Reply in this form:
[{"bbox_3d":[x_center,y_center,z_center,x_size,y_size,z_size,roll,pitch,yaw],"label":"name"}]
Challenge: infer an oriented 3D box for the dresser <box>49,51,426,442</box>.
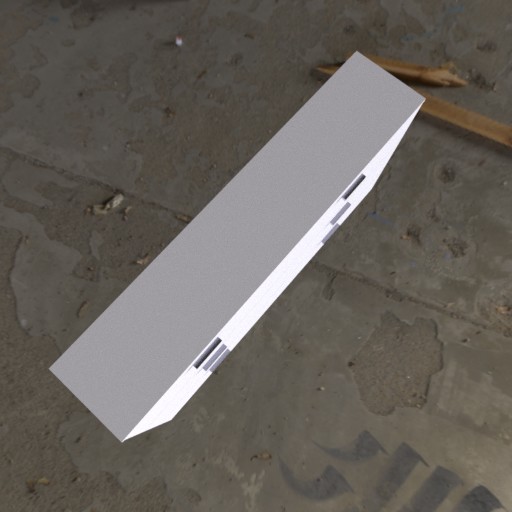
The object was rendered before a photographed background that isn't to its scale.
[{"bbox_3d":[0.000,0.000,1.856,0.333,0.790,1.535,40,78,10],"label":"dresser"}]
